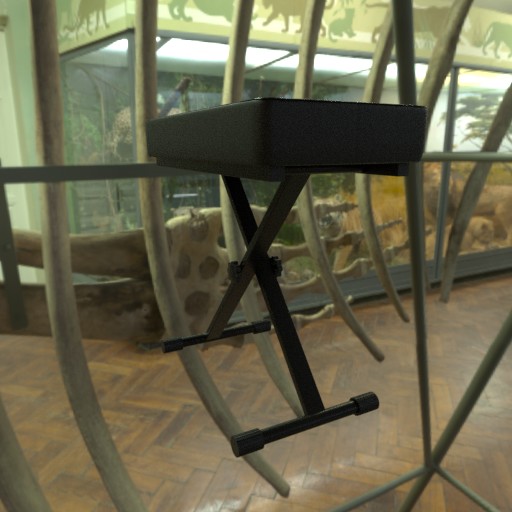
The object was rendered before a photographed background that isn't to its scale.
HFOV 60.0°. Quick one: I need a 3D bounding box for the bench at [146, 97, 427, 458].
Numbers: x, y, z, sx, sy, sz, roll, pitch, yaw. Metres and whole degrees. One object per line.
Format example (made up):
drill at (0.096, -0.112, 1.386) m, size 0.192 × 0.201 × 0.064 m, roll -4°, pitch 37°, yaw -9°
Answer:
bench at (0.000, 0.000, 0.924) m, size 0.300 × 0.561 × 0.600 m, roll -7°, pitch 16°, yaw -27°
